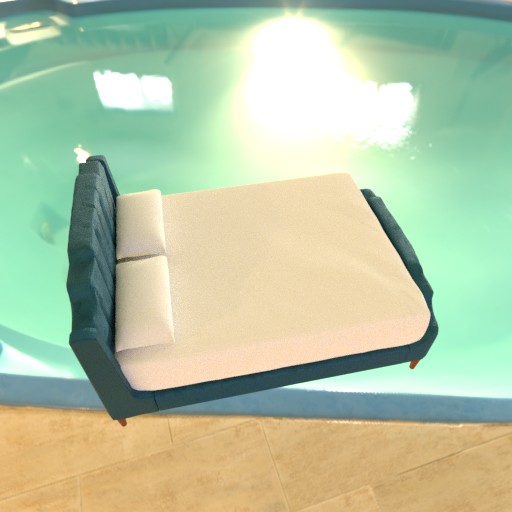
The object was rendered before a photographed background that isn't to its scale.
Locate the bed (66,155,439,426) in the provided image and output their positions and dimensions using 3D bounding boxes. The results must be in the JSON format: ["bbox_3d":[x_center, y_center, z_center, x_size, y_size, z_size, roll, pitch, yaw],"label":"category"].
[{"bbox_3d":[0.000,0.000,3.320,2.322,1.338,1.678,-9,48,-8],"label":"bed"}]
